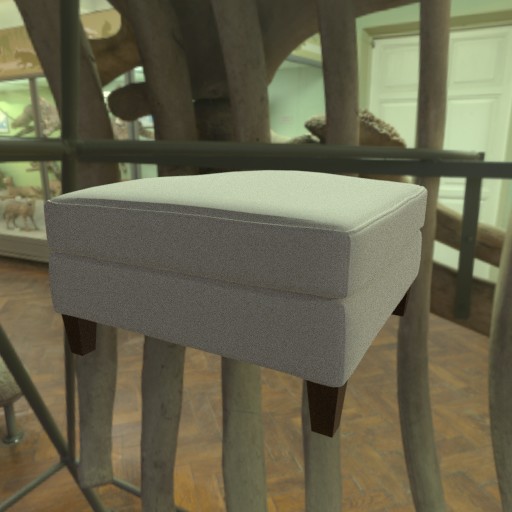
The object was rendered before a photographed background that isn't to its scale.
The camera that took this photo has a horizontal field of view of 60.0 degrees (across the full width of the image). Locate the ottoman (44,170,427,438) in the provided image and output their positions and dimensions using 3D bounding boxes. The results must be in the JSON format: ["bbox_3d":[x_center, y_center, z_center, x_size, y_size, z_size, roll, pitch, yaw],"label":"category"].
[{"bbox_3d":[0.000,0.000,1.328,0.838,0.479,0.838,8,17,28],"label":"ottoman"}]
